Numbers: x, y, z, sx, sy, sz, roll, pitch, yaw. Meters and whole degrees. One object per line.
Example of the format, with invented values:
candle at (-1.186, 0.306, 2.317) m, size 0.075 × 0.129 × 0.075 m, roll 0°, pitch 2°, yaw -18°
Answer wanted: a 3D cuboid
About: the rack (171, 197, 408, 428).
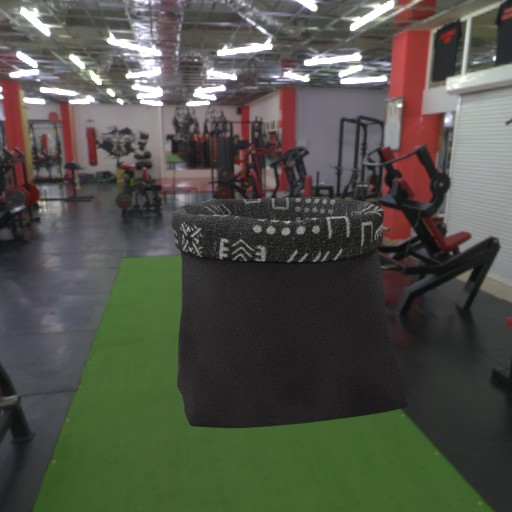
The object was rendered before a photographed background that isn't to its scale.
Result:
rack at (0.000, 0.000, 1.072) m, size 0.379 × 0.323 × 0.905 m, roll -2°, pitch 14°, yaw -9°
